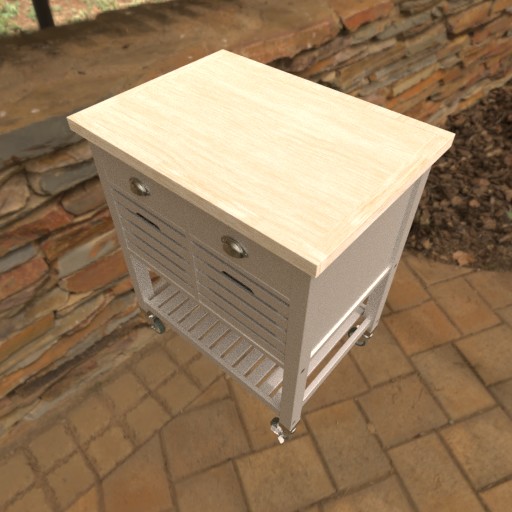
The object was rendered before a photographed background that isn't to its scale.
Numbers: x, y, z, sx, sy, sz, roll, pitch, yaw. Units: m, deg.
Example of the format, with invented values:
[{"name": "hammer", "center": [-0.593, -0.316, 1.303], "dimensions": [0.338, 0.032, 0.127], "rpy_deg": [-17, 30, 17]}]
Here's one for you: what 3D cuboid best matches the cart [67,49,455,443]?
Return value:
[{"name": "cart", "center": [0.000, 0.000, 1.402], "dimensions": [0.762, 0.914, 0.559], "rpy_deg": [32, 54, 27]}]
